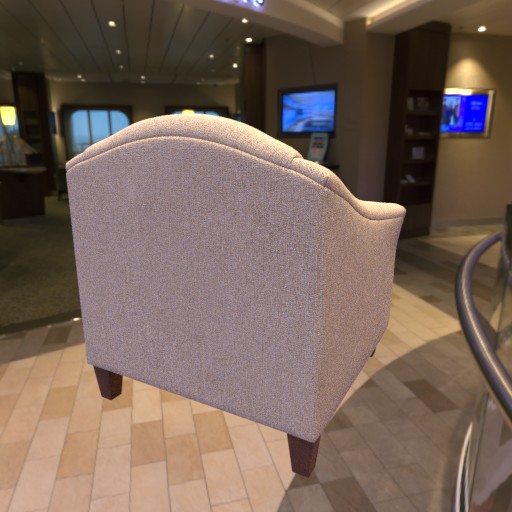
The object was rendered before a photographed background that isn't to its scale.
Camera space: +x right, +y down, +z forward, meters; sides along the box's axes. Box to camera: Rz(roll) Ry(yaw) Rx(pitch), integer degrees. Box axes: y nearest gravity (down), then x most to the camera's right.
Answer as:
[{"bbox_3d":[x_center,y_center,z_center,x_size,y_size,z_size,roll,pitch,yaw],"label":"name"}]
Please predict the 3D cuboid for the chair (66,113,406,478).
[{"bbox_3d":[0.000,0.000,1.413,0.763,0.839,0.787,8,17,28],"label":"chair"}]
